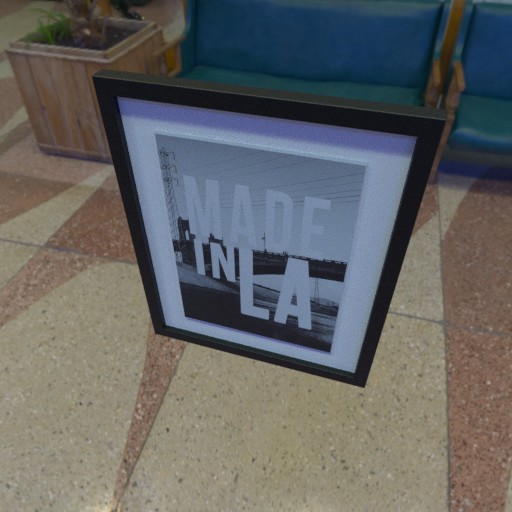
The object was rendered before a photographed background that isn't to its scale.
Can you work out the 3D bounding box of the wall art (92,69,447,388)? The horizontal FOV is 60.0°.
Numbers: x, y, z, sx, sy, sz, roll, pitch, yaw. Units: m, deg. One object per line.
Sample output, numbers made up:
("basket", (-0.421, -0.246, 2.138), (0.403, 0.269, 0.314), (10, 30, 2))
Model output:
("wall art", (0.000, 0.000, 0.745), (0.457, 0.559, 0.028), (12, 43, 13))
